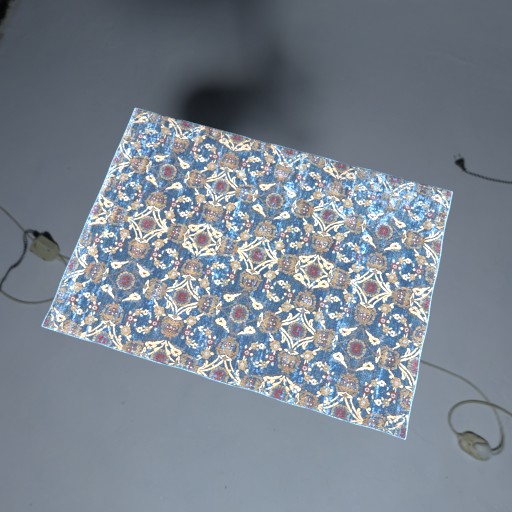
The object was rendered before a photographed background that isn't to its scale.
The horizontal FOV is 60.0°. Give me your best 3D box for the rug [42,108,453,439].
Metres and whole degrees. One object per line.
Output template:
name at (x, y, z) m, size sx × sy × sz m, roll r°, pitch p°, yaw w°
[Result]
rug at (0.000, 0.000, 2.764) m, size 2.207 × 0.014 × 1.567 m, roll 16°, pitch 75°, yaw 4°
